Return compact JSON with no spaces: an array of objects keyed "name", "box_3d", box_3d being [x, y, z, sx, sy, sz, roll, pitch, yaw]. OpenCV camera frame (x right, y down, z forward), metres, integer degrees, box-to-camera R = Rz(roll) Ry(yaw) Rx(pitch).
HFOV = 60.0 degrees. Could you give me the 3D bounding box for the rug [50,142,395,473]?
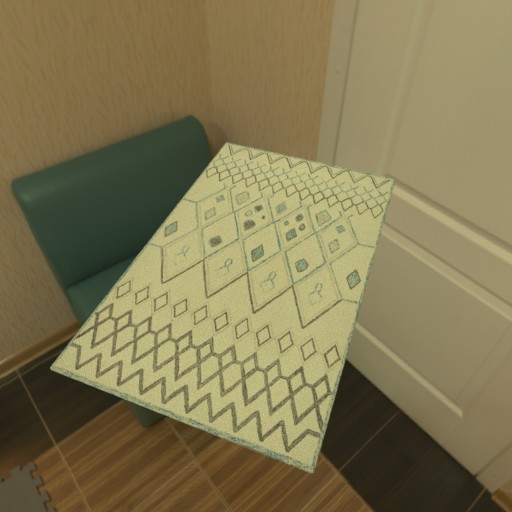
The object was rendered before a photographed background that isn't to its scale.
[{"name":"rug","box_3d":[0.000,0.000,3.057,1.524,0.015,2.439,16,49,14]}]
